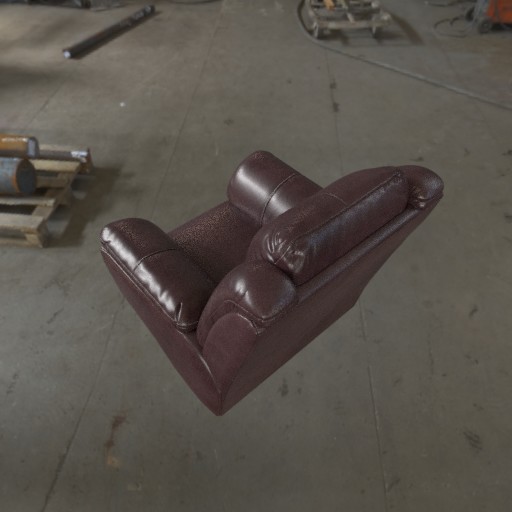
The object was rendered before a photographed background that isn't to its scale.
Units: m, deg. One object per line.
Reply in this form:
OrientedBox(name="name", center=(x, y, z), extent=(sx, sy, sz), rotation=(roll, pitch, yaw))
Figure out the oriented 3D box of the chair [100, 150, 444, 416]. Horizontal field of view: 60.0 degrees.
OrientedBox(name="chair", center=(0.000, 0.000, 1.919), extent=(0.990, 1.093, 1.041), rotation=(-33, 54, -28))
